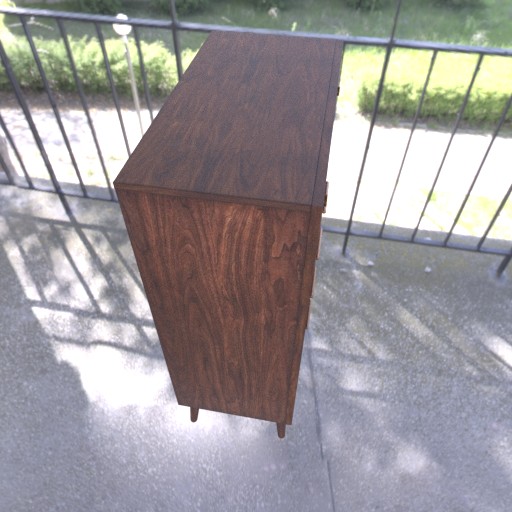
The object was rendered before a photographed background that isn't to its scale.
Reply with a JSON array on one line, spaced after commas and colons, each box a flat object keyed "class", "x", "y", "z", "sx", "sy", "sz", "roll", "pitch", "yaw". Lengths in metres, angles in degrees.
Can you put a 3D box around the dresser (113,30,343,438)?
[{"class": "dresser", "x": 0.000, "y": 0.000, "z": 1.788, "sx": 0.498, "sy": 1.365, "sz": 0.919, "roll": 8, "pitch": 47, "yaw": 7}]
